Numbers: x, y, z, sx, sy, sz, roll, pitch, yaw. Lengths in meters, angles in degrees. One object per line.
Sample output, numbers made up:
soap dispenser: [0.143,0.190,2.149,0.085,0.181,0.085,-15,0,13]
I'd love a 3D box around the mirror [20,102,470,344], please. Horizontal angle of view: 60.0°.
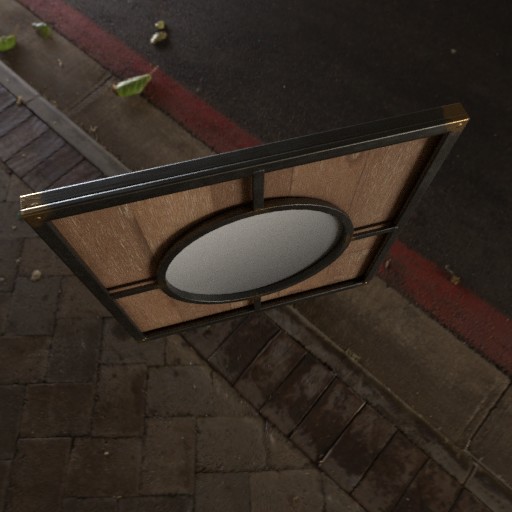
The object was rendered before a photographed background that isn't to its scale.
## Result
mirror: [0.000,0.000,0.539,0.382,0.381,0.020,-14,65,-7]
